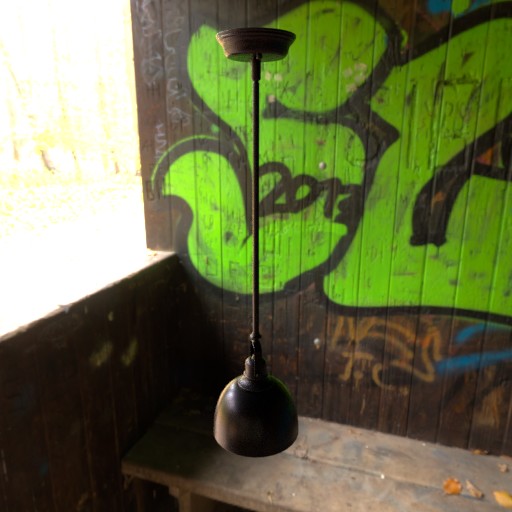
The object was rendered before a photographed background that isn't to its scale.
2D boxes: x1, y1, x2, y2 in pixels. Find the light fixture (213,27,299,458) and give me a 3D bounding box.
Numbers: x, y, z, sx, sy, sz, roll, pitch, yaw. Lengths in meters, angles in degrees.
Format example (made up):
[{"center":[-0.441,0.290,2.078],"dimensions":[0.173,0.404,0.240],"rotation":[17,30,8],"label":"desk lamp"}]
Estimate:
[{"center":[0.000,0.000,0.850],"dimensions":[0.182,0.768,0.182],"rotation":[-2,15,-9],"label":"light fixture"}]
